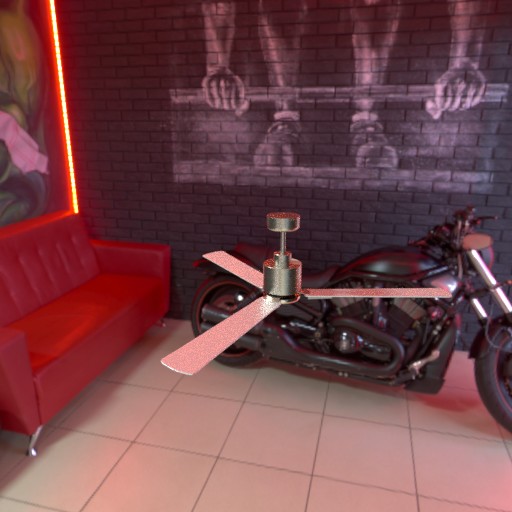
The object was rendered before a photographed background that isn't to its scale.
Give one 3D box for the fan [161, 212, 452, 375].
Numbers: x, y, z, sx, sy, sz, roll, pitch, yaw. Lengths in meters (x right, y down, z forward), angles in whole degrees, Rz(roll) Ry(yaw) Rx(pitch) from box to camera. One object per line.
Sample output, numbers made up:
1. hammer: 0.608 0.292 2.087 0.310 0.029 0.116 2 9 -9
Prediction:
1. fan: 0.000 0.000 2.344 1.561 0.446 1.531 -15 22 -41
